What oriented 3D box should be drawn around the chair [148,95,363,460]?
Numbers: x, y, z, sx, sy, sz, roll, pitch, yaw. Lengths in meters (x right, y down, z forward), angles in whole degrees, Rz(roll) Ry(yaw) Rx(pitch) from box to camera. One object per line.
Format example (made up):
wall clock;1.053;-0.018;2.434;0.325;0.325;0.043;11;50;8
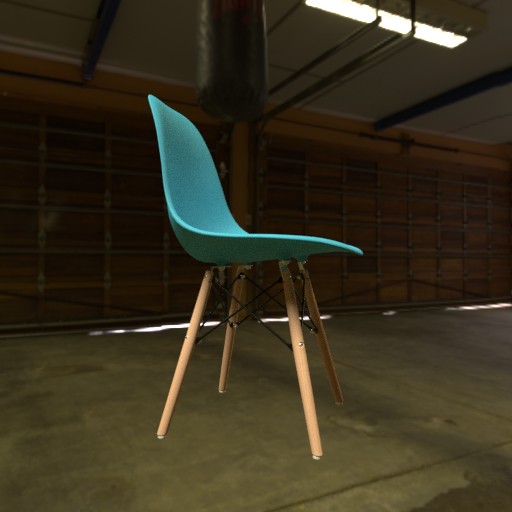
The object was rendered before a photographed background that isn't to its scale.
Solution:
chair;0.000;0.000;1.131;0.531;0.826;0.470;0;-1;18
